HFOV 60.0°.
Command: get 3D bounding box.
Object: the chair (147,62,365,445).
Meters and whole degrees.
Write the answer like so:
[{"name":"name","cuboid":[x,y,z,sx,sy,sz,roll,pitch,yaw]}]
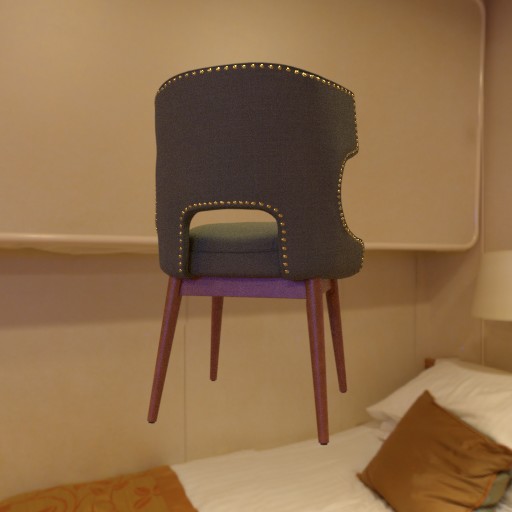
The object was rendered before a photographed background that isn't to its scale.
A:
[{"name":"chair","cuboid":[0.000,0.000,1.263,0.595,0.863,0.581,0,0,17]}]
